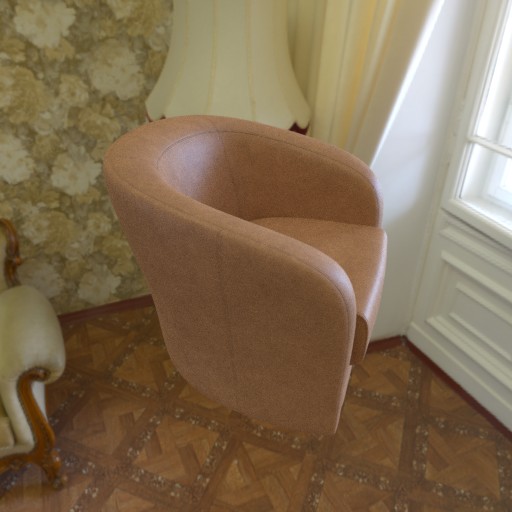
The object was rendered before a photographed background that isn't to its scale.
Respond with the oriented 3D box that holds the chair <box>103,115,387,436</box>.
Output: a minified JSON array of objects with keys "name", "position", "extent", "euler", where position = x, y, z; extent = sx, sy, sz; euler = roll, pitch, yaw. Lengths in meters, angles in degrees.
[{"name":"chair","position":[0.000,0.000,1.443],"extent":[0.815,0.771,0.791],"euler":[10,33,17]}]
